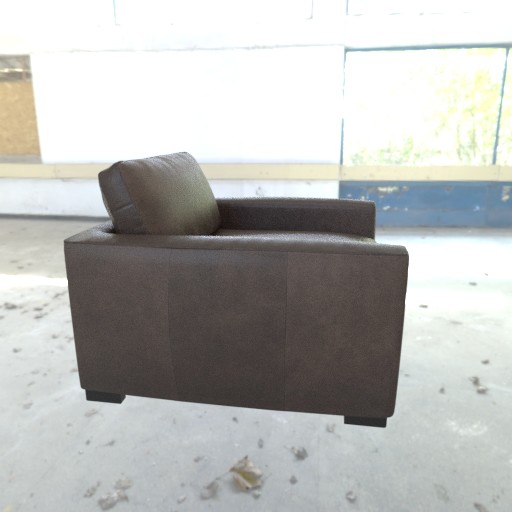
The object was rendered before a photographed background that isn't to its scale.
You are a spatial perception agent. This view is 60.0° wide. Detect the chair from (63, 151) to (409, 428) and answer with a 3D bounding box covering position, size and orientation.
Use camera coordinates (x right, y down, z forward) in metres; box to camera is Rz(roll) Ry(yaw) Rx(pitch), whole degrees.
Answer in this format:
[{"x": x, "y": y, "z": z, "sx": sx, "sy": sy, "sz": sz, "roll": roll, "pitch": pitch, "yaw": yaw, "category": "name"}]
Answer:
[{"x": 0.000, "y": 0.000, "z": 1.824, "sx": 1.069, "sy": 0.812, "sz": 1.100, "roll": 2, "pitch": 15, "yaw": 9, "category": "chair"}]
